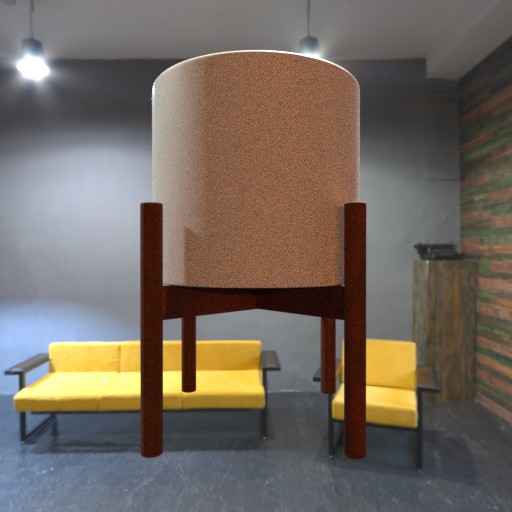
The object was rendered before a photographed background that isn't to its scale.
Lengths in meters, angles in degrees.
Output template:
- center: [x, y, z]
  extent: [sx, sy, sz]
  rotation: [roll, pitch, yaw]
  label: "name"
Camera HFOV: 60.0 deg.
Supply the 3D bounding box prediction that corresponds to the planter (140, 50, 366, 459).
- center: [0.000, 0.000, 0.492]
  extent: [0.224, 0.358, 0.224]
  rotation: [0, 0, 2]
  label: "planter"
